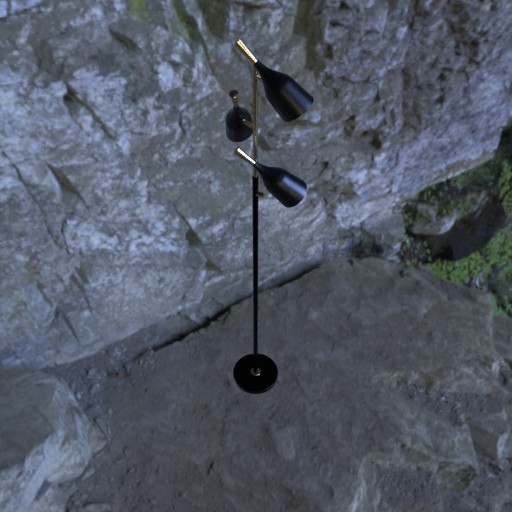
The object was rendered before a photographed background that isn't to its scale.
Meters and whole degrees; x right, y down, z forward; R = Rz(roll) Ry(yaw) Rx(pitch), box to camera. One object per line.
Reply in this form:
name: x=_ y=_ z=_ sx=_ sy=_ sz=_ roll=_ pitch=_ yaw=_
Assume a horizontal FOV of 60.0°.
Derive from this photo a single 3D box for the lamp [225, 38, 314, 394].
lamp: x=0.000 y=0.000 z=1.920 sx=0.253 sy=1.778 sz=0.434 roll=-25 pitch=47 yaw=-26
